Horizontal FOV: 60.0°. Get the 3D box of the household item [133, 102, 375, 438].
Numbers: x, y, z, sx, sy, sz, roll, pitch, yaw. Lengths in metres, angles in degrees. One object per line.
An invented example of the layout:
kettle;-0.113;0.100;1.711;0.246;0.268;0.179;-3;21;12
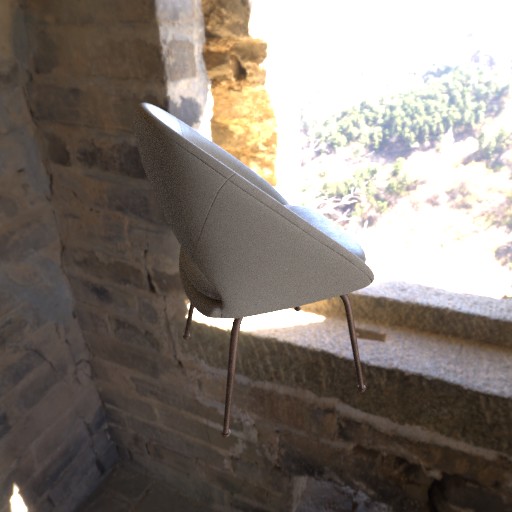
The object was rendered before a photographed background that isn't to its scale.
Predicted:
household item;0.000;0.000;1.263;0.573;0.852;0.623;-11;32;-19
